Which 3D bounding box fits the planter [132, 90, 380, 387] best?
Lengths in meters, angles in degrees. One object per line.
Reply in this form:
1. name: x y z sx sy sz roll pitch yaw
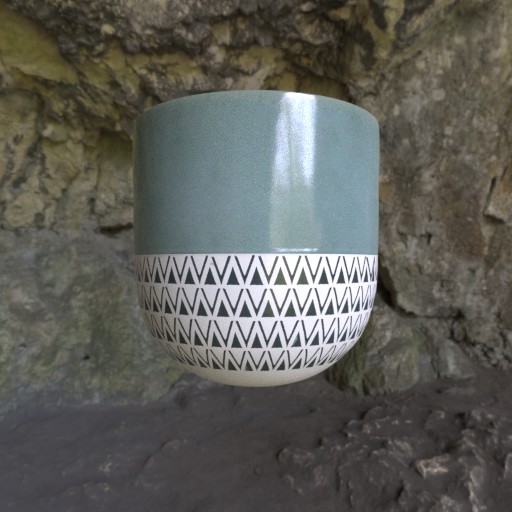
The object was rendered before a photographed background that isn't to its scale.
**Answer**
1. planter: 0.000 0.000 0.494 0.266 0.270 0.266 0 -1 0
